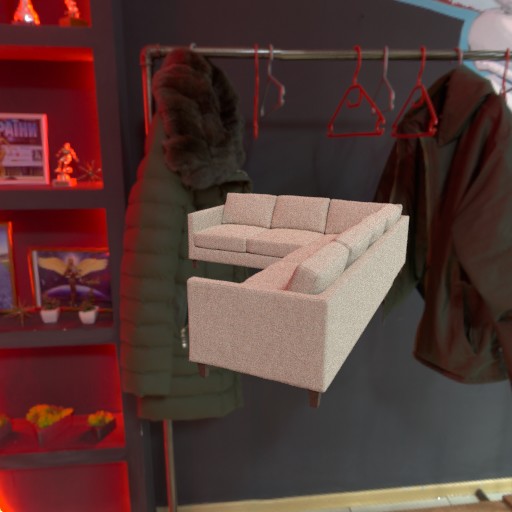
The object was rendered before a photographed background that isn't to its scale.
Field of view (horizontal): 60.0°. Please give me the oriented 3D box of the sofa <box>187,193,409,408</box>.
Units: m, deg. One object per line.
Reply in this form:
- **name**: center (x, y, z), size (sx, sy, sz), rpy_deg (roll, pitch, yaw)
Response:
- **sofa**: center (0.000, 0.000, 4.337), size (2.432, 0.863, 3.182), rpy_deg (7, 16, 25)
